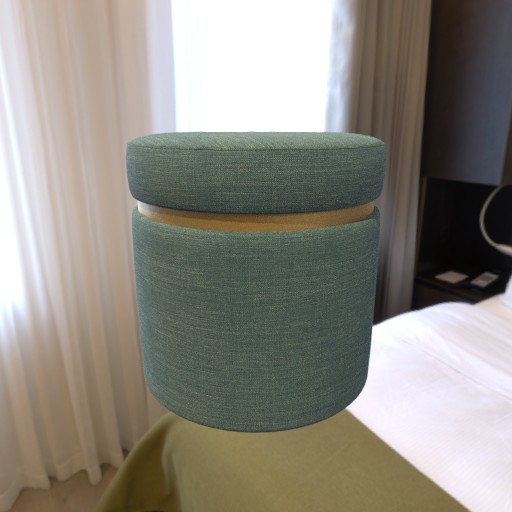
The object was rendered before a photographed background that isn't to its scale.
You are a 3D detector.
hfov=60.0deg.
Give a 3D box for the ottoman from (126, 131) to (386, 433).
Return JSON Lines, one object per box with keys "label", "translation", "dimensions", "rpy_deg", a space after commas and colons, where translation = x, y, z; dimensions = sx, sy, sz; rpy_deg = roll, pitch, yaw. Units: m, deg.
{"label": "ottoman", "translation": [0.000, 0.000, 0.749], "dimensions": [0.398, 0.406, 0.398], "rpy_deg": [0, 17, 0]}
